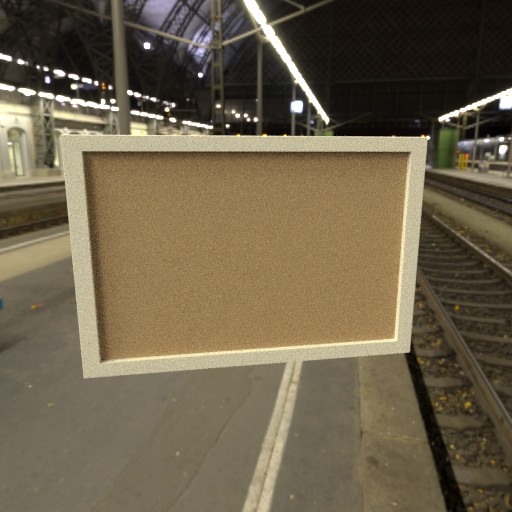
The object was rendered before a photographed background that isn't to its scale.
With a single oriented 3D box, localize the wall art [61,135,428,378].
[{"bbox_3d":[0.000,0.000,1.469,1.144,0.767,0.038,-2,13,-9],"label":"wall art"}]
